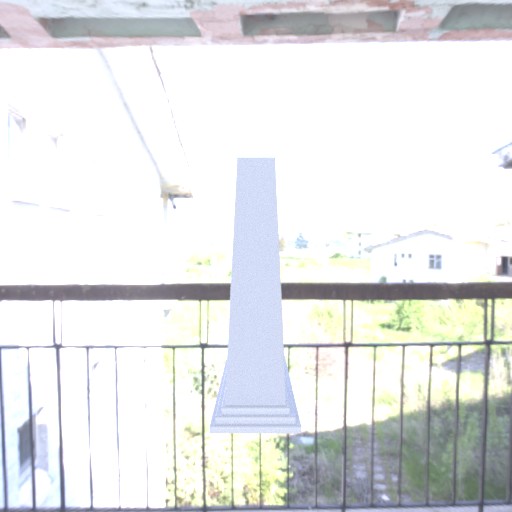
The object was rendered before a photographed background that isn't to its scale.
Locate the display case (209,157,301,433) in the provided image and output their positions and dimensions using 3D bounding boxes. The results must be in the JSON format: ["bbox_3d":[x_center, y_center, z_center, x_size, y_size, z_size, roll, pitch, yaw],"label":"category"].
[{"bbox_3d":[0.000,0.000,0.769,0.095,0.340,0.640,0,2,0],"label":"display case"}]
